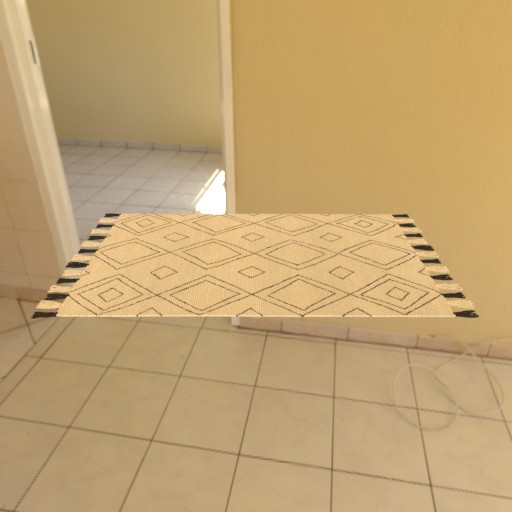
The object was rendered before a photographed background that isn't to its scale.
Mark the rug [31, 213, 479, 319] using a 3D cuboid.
[{"bbox_3d":[0.000,0.000,3.330,2.755,0.021,1.524,0,30,0],"label":"rug"}]
